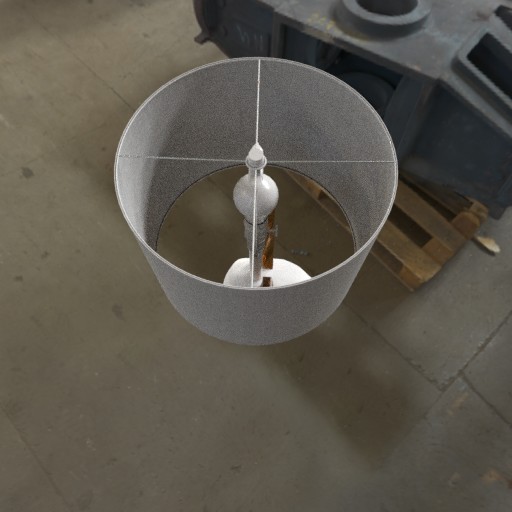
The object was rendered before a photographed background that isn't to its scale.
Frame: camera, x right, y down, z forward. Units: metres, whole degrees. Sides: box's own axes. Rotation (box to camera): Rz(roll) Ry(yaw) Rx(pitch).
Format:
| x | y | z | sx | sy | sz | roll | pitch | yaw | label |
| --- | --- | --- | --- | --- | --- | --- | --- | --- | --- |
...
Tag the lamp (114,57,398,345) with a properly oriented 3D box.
| x | y | z | sx | sy | sz | roll | pitch | yaw | label |
| --- | --- | --- | --- | --- | --- | --- | --- | --- | --- |
| 0.000 | 0.000 | 0.693 | 0.298 | 0.503 | 0.298 | 1 | 65 | 1 | lamp |
